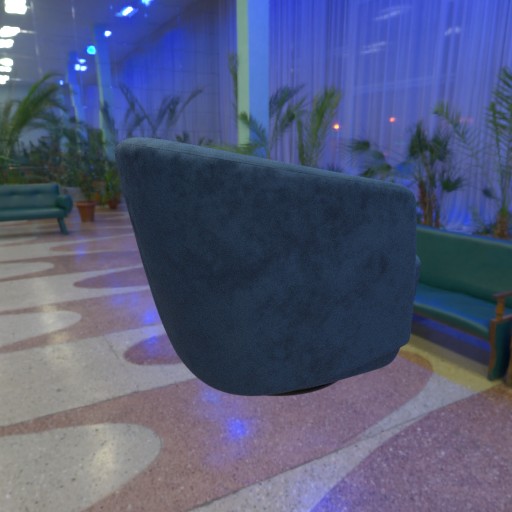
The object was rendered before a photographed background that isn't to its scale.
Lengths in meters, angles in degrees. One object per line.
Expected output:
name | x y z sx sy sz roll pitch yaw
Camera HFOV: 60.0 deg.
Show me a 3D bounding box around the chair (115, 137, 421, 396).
chair | 0.000 0.000 1.354 0.767 0.698 0.773 -8 16 -27
